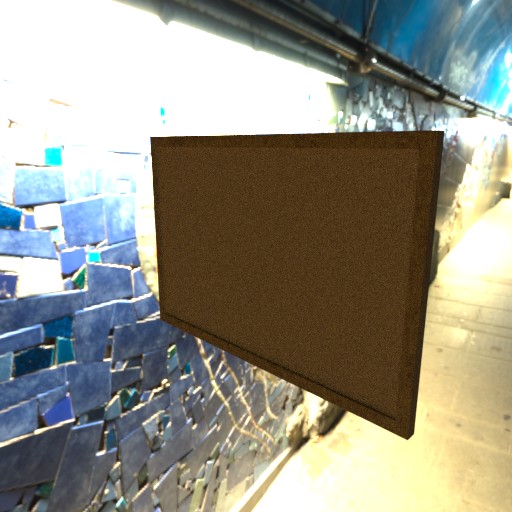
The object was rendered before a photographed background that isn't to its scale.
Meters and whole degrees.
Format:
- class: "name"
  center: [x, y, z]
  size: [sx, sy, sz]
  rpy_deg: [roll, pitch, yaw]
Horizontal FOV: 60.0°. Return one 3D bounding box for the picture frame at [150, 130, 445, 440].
- class: "picture frame"
  center: [0.000, 0.000, 1.171]
  size: [0.029, 0.621, 0.922]
  rpy_deg: [-14, 20, -43]
